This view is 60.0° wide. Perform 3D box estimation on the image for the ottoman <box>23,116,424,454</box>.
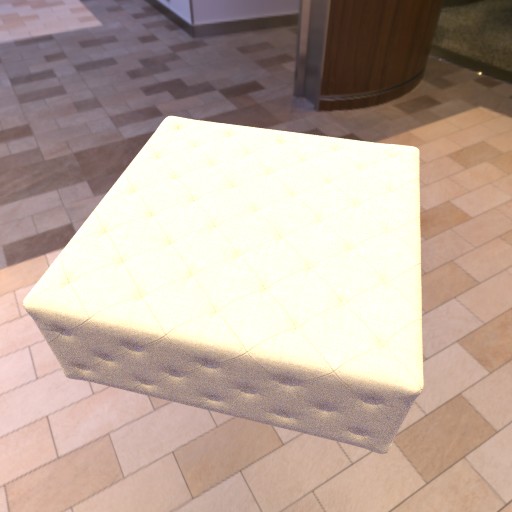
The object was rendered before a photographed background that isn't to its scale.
[{"bbox_3d":[0.000,0.000,1.553,1.028,0.439,1.028,10,47,10],"label":"ottoman"}]
